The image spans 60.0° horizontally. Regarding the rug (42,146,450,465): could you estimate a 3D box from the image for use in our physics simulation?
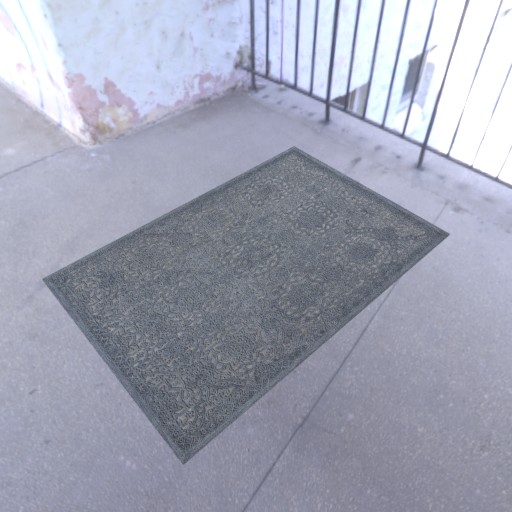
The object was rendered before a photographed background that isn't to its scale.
[{"bbox_3d":[0.000,0.000,2.351,1.819,0.012,1.208,-33,54,-28],"label":"rug"}]
